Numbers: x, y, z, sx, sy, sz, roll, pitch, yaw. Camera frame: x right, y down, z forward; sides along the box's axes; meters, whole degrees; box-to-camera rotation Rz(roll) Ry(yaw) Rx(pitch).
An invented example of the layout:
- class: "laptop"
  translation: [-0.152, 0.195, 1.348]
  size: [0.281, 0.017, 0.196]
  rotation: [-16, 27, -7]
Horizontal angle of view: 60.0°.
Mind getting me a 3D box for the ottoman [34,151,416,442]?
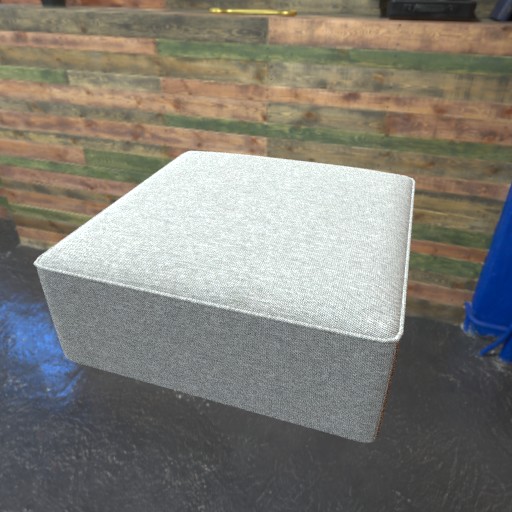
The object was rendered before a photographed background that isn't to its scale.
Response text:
- class: "ottoman"
  translation: [0.000, 0.000, 1.584]
  size: [1.005, 0.455, 1.005]
  rotation: [10, 34, 16]
